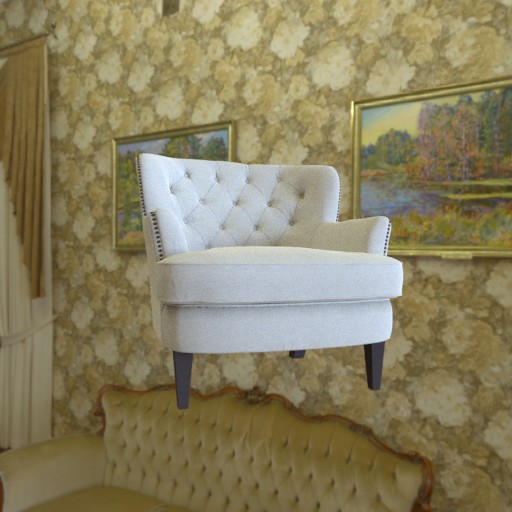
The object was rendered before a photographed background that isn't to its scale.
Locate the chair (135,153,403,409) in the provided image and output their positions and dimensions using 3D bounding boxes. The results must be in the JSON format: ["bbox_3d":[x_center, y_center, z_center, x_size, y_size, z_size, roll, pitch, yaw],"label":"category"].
[{"bbox_3d":[0.000,0.000,1.636,0.848,0.868,0.906,0,0,-17],"label":"chair"}]
